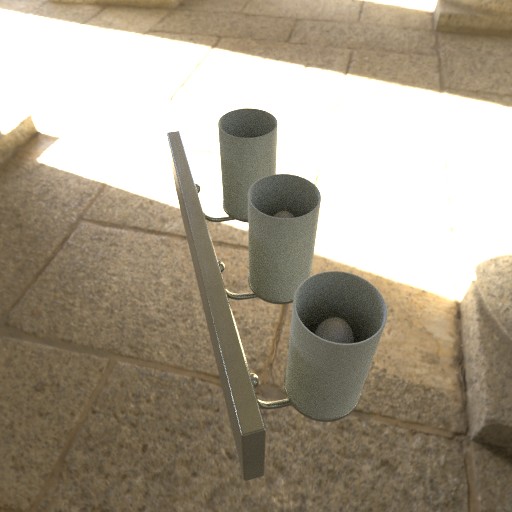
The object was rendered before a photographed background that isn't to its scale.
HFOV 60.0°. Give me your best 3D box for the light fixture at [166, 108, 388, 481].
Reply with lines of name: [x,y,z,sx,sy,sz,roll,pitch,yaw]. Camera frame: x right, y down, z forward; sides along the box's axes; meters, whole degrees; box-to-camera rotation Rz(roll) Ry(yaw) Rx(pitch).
light fixture: [0.000,0.000,0.534,0.145,0.172,0.451,-11,47,-10]
